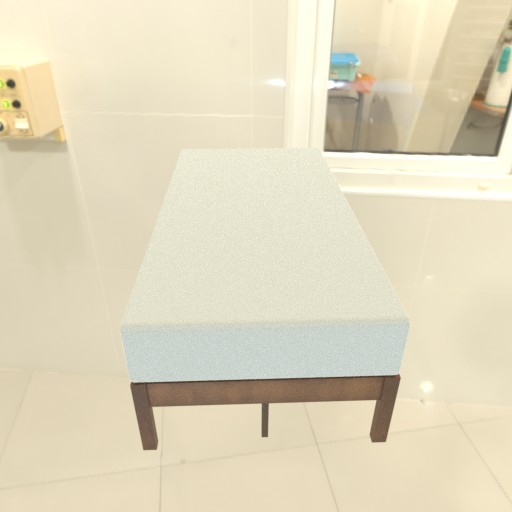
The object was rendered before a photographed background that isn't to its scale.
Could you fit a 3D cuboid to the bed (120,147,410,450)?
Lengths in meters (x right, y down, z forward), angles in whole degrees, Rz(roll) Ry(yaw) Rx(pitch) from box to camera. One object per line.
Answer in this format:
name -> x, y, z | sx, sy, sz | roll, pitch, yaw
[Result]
bed -> 0.000, 0.000, 2.403 | 0.961, 0.616, 1.902 | -1, 31, -2
